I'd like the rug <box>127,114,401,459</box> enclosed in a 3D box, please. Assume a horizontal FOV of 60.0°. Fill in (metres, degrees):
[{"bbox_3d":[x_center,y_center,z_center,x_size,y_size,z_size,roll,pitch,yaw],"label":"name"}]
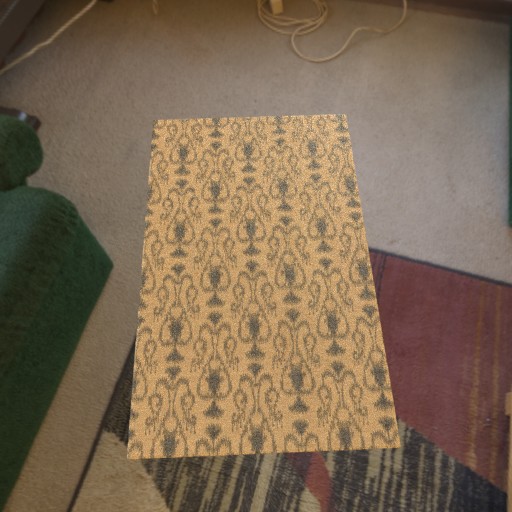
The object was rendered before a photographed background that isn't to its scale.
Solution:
[{"bbox_3d":[0.000,0.000,2.024,1.035,0.006,1.652,-2,65,-1],"label":"rug"}]
